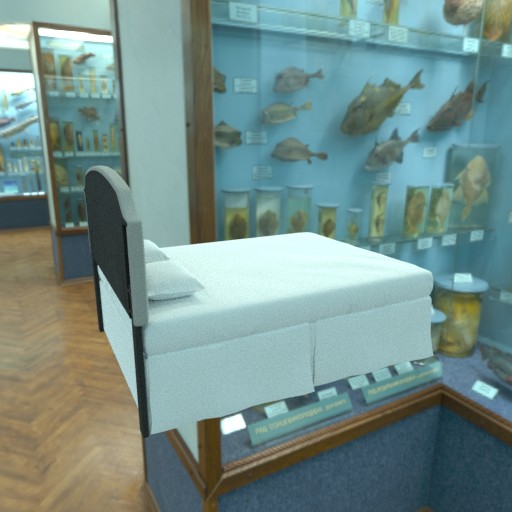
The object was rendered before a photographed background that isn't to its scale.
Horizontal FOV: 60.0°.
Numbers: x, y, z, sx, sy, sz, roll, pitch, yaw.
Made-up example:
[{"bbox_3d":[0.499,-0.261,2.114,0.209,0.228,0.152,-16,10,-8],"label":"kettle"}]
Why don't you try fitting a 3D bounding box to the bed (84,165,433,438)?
[{"bbox_3d":[0.000,0.000,3.070,1.999,1.270,1.558,-7,17,-26],"label":"bed"}]
